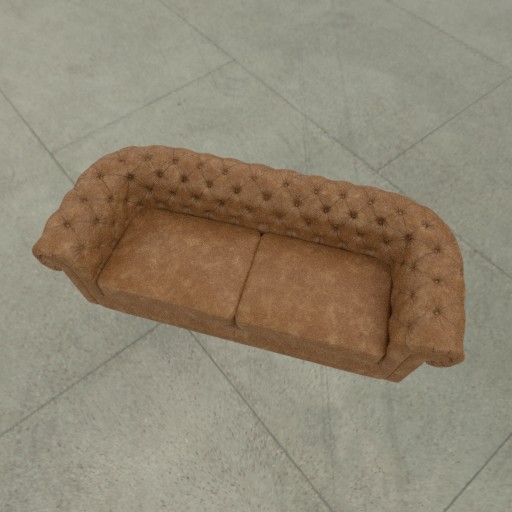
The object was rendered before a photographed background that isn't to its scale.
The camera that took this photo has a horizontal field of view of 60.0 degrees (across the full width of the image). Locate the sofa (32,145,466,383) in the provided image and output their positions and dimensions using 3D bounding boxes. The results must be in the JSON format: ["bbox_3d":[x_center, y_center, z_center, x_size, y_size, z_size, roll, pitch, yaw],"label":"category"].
[{"bbox_3d":[0.000,0.000,2.775,2.365,0.760,0.989,13,60,8],"label":"sofa"}]
